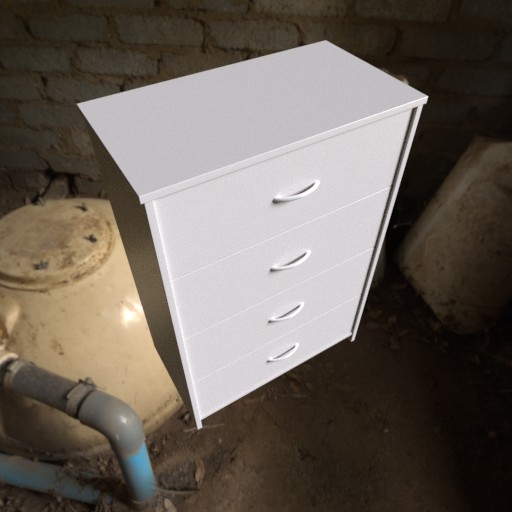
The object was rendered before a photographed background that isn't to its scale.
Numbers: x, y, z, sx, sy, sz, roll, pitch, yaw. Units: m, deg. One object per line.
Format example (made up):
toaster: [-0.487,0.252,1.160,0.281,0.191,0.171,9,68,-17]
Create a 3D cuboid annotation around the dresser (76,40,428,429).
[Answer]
dresser: [0.000,0.000,1.376,0.704,1.021,0.401,-24,51,-21]
